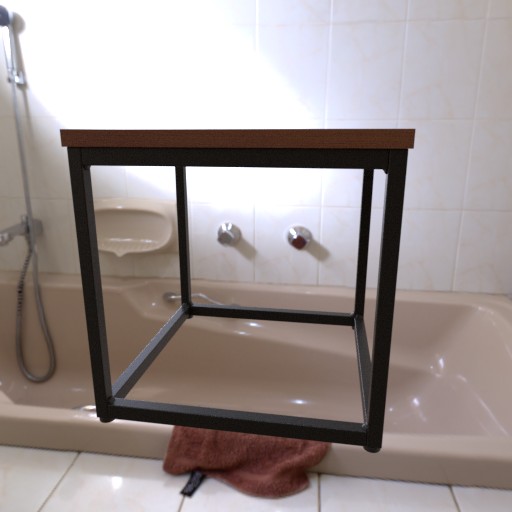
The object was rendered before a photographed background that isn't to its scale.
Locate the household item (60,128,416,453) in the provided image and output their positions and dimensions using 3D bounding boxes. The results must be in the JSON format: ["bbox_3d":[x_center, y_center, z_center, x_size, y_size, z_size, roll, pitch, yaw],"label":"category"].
[{"bbox_3d":[0.000,0.000,0.731,0.400,0.400,0.400,3,16,9],"label":"household item"}]
